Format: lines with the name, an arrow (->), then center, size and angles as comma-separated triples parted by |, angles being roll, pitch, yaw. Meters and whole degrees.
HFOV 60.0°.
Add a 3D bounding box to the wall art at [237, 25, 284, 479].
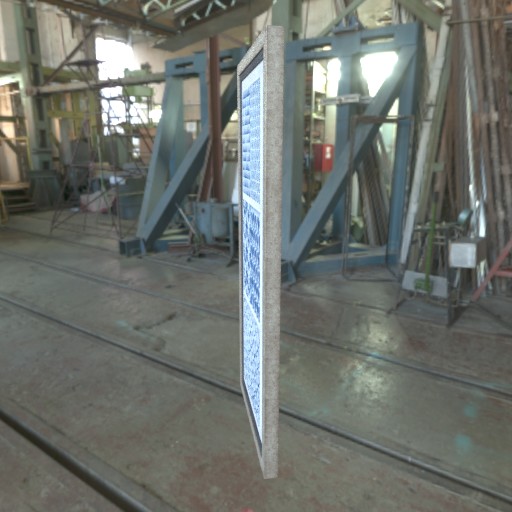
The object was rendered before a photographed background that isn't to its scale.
wall art -> 0.000, 0.000, 1.701 | 0.051, 1.461, 0.648 | -2, 14, -9
